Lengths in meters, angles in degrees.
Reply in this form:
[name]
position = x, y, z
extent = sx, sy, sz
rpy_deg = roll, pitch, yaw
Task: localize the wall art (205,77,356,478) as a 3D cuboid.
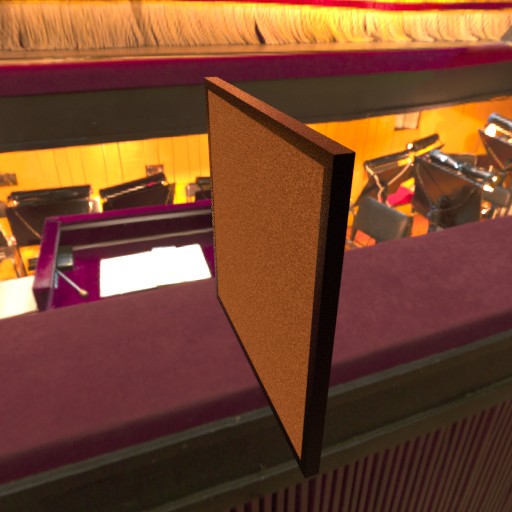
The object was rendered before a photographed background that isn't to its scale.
[wall art]
position = 0.000, 0.000, 1.134
extent = 0.036, 0.755, 0.756
rpy_deg = -10, 32, -17
